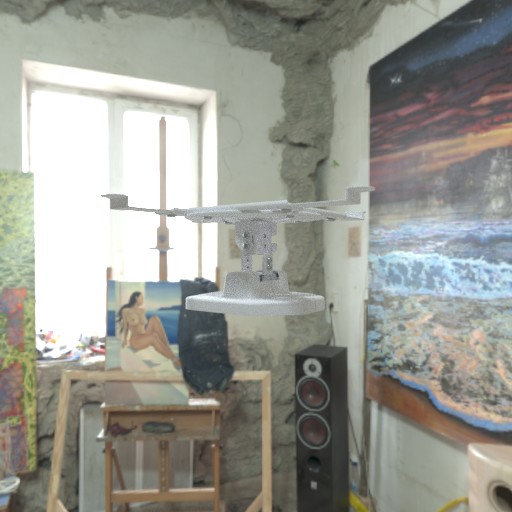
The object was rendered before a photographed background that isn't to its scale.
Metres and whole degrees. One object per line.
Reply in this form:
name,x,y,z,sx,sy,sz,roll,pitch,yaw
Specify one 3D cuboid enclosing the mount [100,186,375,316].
mount,0.000,0.000,0.616,0.394,0.141,0.394,0,1,36
